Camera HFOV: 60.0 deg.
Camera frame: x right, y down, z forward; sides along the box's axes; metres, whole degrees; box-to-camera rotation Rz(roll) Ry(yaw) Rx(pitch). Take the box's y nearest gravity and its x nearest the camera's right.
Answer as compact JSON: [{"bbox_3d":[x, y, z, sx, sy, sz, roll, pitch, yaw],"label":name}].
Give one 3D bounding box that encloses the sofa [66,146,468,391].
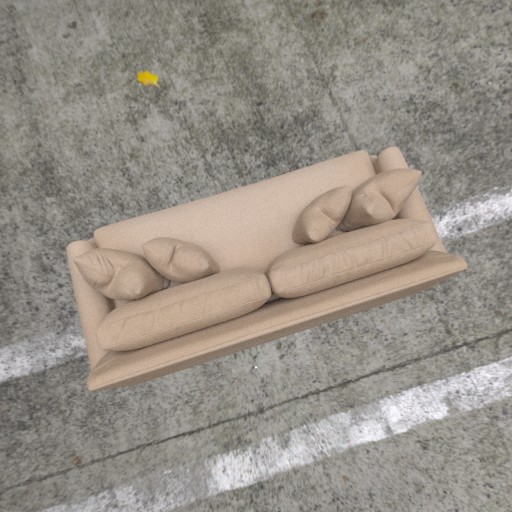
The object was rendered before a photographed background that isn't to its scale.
[{"bbox_3d":[0.000,0.000,2.855,2.285,0.904,1.067,-17,77,-4],"label":"sofa"}]
